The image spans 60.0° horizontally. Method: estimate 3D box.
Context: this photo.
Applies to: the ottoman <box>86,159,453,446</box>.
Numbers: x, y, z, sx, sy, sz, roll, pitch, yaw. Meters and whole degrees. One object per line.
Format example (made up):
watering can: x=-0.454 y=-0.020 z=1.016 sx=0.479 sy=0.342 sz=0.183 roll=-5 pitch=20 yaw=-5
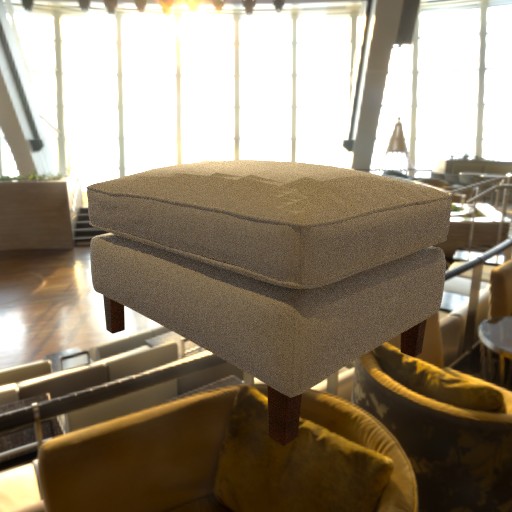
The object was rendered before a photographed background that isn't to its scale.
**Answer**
ottoman: x=0.000 y=0.000 z=0.962 sx=0.501 sy=0.406 sz=0.665 roll=-14 pitch=20 yaw=-42
